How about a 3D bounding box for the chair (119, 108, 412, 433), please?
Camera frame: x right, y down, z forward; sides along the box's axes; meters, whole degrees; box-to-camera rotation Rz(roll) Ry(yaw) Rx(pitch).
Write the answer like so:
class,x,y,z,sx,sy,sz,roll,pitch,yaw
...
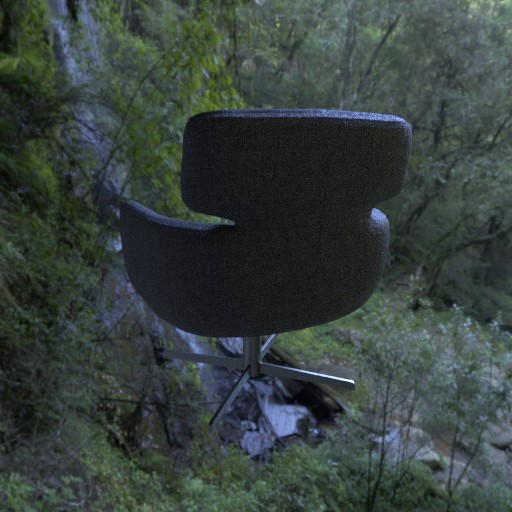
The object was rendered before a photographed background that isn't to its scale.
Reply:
class,x,y,z,sx,sy,sz,roll,pitch,yaw
chair,0.000,0.000,1.345,0.706,0.812,0.715,-7,16,-25
